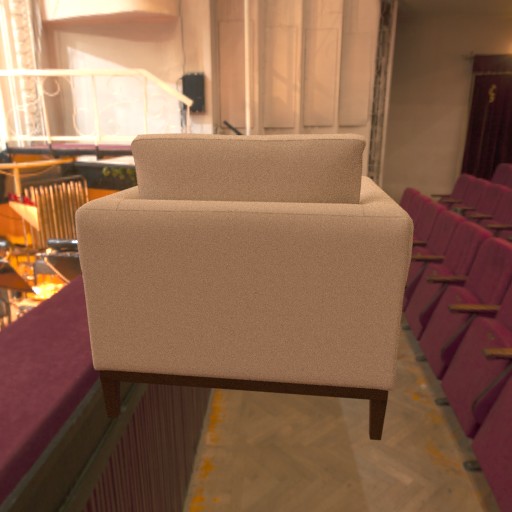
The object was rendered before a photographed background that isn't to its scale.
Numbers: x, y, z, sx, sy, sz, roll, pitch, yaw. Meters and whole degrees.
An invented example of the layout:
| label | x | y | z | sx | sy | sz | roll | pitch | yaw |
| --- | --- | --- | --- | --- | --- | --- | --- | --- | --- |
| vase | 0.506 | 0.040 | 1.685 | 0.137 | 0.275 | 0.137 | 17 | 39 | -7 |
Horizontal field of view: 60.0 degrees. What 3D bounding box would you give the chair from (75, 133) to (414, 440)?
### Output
| label | x | y | z | sx | sy | sz | roll | pitch | yaw |
| --- | --- | --- | --- | --- | --- | --- | --- | --- | --- |
| chair | 0.000 | 0.000 | 1.705 | 0.982 | 0.915 | 0.896 | 2 | 16 | 7 |
